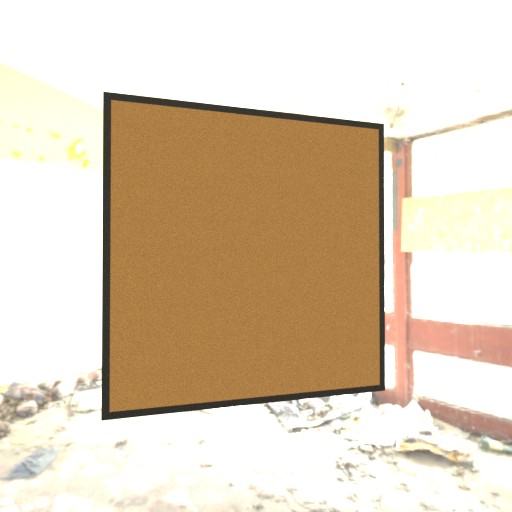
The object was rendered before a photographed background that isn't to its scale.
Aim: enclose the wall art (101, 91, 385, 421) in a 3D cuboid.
[{"bbox_3d":[0.000,0.000,1.164,0.763,0.763,0.038,0,-1,-18],"label":"wall art"}]
